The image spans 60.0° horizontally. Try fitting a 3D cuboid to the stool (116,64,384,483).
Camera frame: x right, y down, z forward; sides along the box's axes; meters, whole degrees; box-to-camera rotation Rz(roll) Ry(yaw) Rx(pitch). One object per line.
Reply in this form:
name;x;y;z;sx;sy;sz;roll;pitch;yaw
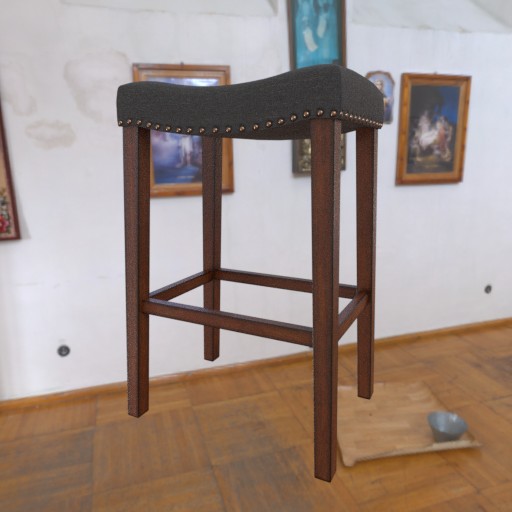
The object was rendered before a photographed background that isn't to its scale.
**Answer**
stool;0.000;0.000;1.024;0.502;0.760;0.366;6;14;26
